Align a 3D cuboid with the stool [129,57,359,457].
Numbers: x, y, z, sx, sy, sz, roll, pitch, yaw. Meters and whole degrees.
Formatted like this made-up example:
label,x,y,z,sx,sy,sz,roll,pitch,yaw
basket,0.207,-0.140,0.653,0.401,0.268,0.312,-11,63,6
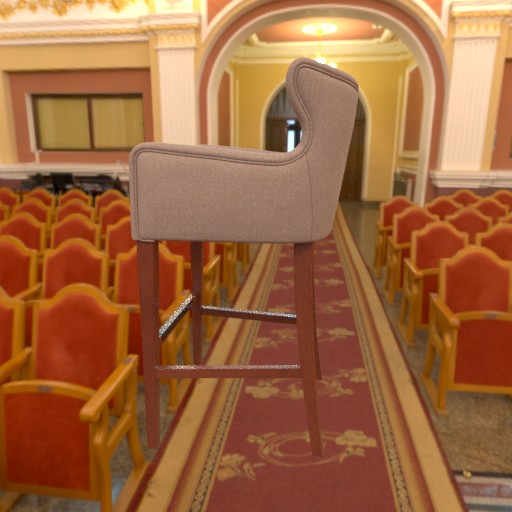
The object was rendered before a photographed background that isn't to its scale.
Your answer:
label,x,y,z,sx,sy,sz,roll,pitch,yaw
stool,0.000,0.000,1.383,0.575,1.047,0.575,2,14,7
